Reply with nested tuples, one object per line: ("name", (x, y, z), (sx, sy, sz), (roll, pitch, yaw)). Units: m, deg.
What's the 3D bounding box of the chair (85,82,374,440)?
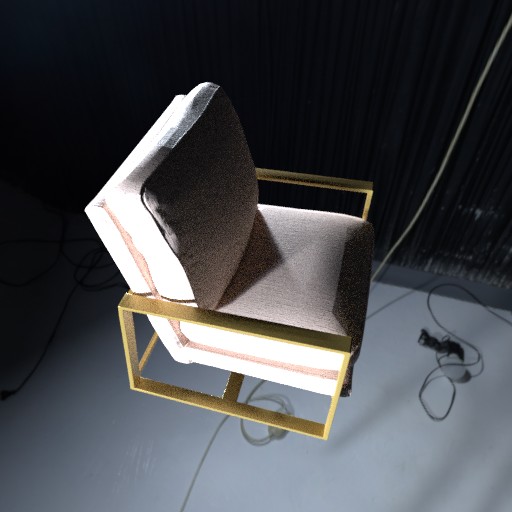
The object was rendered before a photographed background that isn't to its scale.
("chair", (0.000, 0.000, 1.557), (0.813, 0.956, 0.758), (11, 48, 10))
